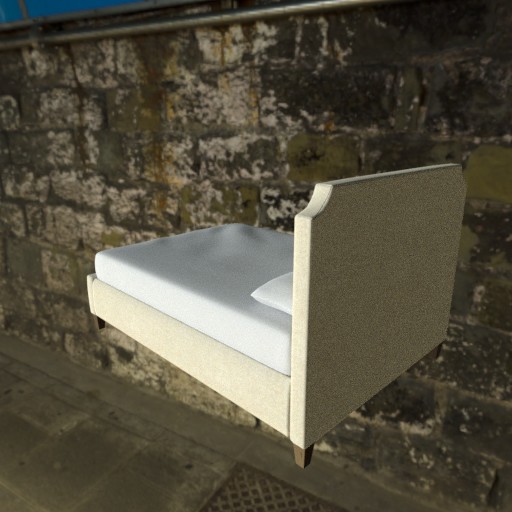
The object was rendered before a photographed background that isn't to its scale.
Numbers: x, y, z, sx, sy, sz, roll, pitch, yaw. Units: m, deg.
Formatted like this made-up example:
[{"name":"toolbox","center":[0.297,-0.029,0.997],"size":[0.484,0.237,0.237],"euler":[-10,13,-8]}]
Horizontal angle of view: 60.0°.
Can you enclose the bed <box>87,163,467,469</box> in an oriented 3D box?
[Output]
[{"name":"bed","center":[0.000,0.000,3.418],"size":[1.713,1.457,2.381],"euler":[-16,23,-43]}]
